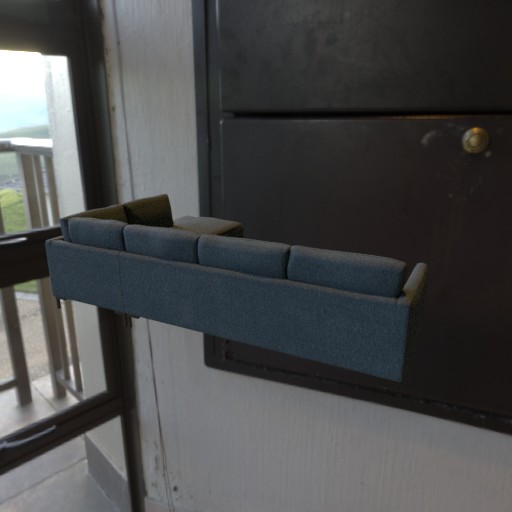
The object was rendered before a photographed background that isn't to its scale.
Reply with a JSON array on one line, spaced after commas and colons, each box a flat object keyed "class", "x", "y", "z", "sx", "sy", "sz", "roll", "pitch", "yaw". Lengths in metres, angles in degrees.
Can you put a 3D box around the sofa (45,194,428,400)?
[{"class": "sofa", "x": 0.000, "y": 0.000, "z": 3.921, "sx": 2.949, "sy": 0.815, "sz": 2.007, "roll": 9, "pitch": 19, "yaw": 26}]
